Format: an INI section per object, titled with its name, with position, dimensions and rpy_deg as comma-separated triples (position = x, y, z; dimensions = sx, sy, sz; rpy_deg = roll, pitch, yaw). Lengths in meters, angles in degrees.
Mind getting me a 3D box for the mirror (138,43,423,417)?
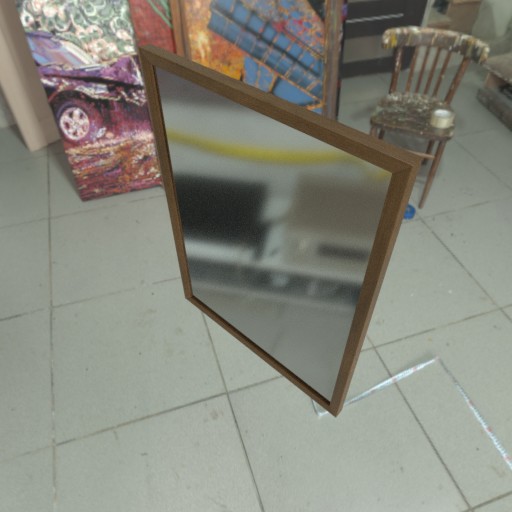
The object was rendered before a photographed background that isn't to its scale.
[mirror]
position = 0.000, 0.000, 1.314
dimensions = 0.762, 1.016, 0.040
rpy_deg = 33, 55, 28
